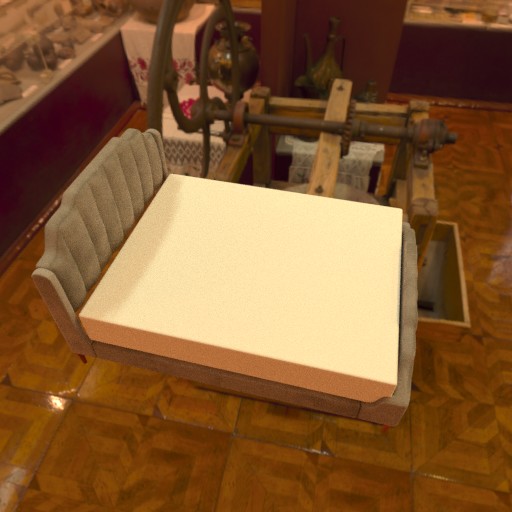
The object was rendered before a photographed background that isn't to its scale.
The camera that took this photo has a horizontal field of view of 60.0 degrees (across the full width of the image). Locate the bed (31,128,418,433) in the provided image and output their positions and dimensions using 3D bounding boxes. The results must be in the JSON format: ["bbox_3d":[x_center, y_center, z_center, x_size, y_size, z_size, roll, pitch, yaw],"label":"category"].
[{"bbox_3d":[0.000,0.000,3.251,2.340,1.245,1.676,10,47,10],"label":"bed"}]
